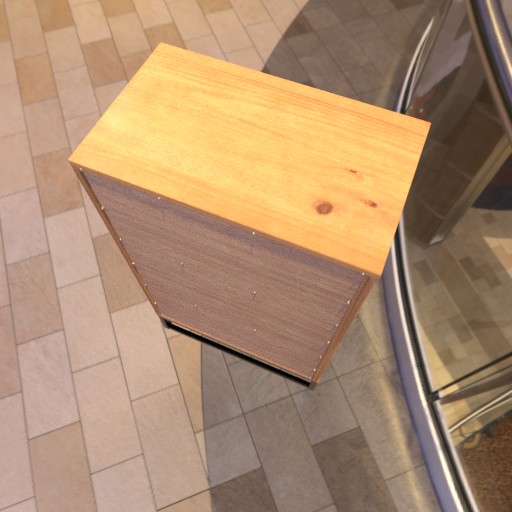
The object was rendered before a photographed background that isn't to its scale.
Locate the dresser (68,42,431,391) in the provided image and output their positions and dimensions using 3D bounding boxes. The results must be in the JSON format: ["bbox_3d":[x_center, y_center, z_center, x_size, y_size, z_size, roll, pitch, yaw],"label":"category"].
[{"bbox_3d":[0.000,0.000,1.617,0.761,1.240,0.479,21,64,10],"label":"dresser"}]
